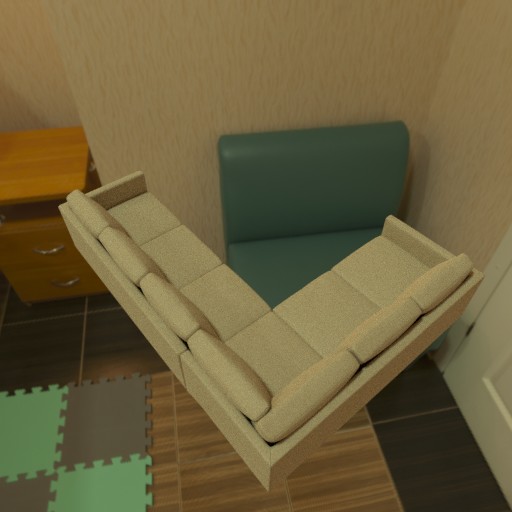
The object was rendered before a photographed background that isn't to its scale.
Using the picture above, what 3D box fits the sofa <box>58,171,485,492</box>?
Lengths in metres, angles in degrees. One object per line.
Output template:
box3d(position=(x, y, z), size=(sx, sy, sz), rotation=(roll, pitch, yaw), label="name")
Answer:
box3d(position=(0.000, 0.000, 4.224), size=(2.432, 0.863, 3.182), rotation=(-32, 55, -26), label="sofa")
